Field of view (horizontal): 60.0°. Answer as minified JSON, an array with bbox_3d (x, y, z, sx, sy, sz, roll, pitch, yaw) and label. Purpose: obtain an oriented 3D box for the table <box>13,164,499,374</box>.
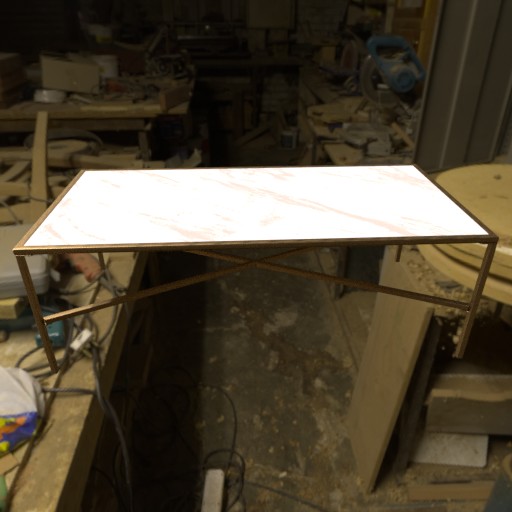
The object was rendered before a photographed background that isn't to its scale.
[{"bbox_3d":[0.000,0.000,1.435,1.197,0.405,0.577,-2,30,-3],"label":"table"}]
